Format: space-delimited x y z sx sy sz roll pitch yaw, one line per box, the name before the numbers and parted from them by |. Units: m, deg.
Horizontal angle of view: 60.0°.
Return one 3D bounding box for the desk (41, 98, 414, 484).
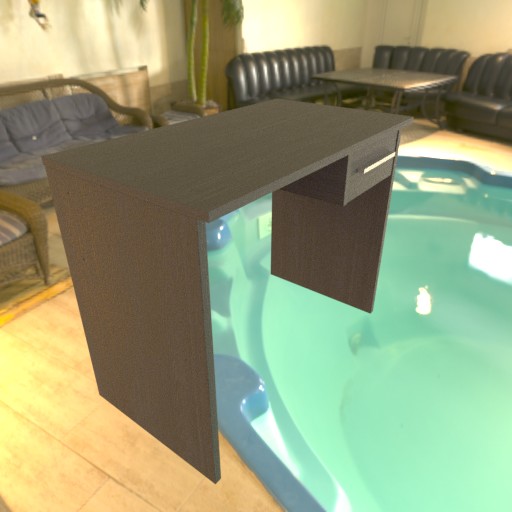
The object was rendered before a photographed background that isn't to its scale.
desk | 0.000 0.000 1.320 0.498 0.724 0.893 21 35 32
